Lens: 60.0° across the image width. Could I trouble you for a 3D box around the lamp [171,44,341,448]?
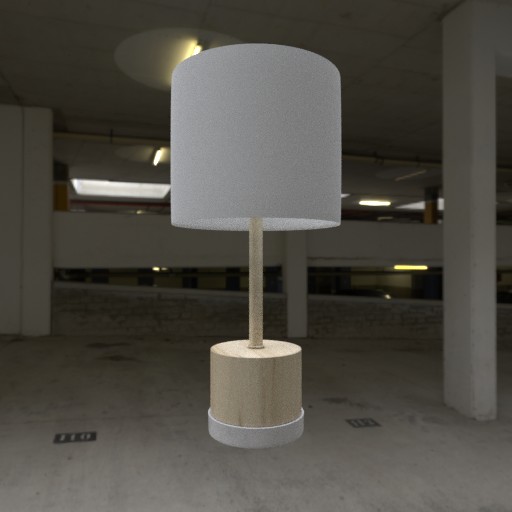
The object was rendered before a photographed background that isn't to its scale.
[{"bbox_3d":[0.000,0.000,0.604,0.229,0.470,0.229,0,-1,-18],"label":"lamp"}]
